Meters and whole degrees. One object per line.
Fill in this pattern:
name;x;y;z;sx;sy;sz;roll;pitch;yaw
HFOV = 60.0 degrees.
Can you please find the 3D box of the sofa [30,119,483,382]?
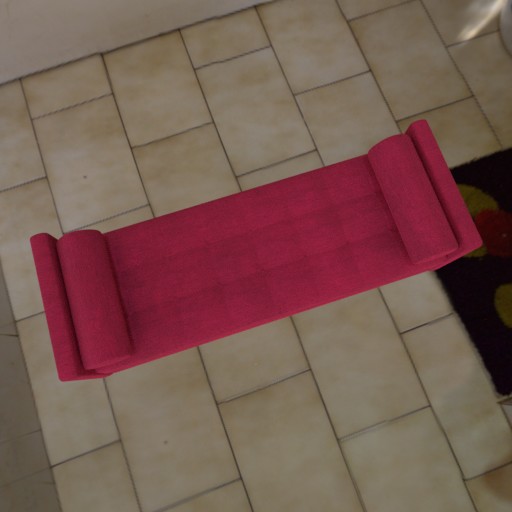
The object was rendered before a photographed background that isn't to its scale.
sofa;0.000;0.000;2.320;1.981;0.635;0.686;-17;77;-4
